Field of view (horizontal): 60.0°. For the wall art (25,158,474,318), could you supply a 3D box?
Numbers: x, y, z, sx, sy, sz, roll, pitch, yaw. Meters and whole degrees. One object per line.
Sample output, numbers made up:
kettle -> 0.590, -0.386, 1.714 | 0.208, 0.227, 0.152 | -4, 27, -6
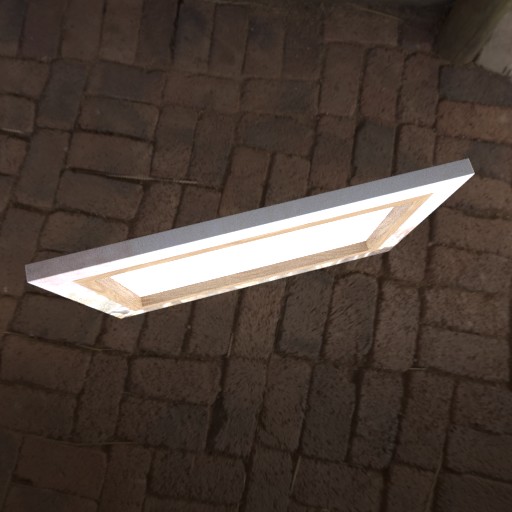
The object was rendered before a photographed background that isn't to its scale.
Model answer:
wall art -> 0.000, 0.000, 1.177 | 0.916, 0.608, 0.040 | -14, 76, -4
